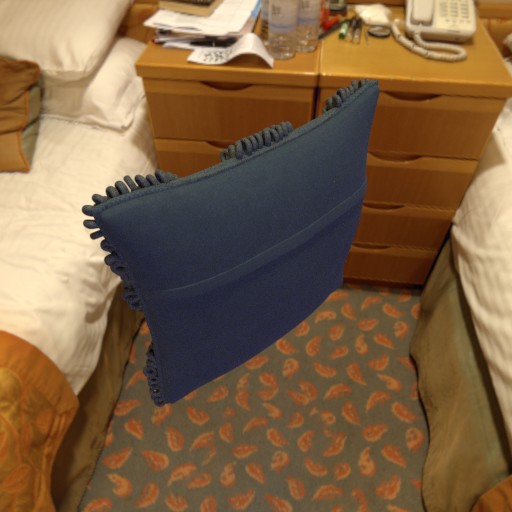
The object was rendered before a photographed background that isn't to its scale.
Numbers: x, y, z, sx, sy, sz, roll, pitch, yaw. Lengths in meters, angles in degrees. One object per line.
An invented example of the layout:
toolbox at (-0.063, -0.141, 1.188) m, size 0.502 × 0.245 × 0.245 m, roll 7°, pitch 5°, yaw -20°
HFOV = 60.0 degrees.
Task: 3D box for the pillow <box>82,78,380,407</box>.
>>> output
pillow at (0.000, 0.000, 0.718) m, size 0.469 × 0.466 × 0.172 m, roll -31°, pitch 54°, yaw -26°
